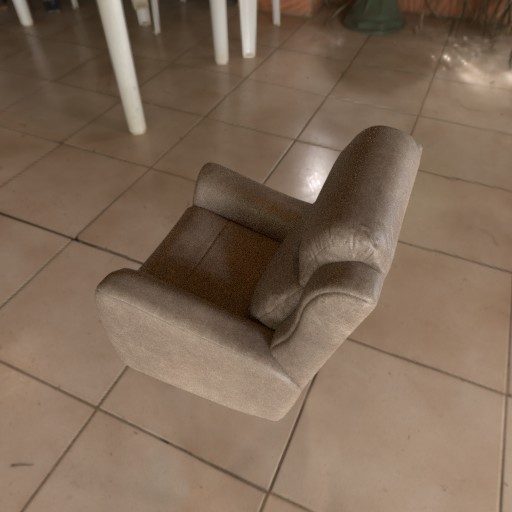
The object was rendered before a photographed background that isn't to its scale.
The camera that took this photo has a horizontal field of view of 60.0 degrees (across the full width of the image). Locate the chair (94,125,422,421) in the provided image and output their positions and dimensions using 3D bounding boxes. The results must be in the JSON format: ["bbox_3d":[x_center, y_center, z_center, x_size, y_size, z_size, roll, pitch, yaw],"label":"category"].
[{"bbox_3d":[0.000,0.000,1.896,1.068,1.116,0.967,17,48,16],"label":"chair"}]
